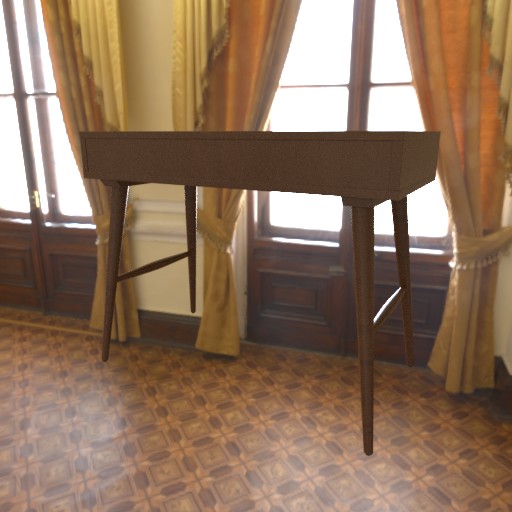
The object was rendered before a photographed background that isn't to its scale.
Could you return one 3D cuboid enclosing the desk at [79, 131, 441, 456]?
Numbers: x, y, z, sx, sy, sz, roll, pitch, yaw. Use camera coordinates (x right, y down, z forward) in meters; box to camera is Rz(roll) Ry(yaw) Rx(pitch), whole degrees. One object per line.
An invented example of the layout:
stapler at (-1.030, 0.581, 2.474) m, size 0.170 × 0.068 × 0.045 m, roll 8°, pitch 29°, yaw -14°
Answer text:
desk at (0.000, 0.000, 1.401) m, size 0.949 × 0.758 × 0.510 m, roll 9°, pitch 18°, yaw 29°
